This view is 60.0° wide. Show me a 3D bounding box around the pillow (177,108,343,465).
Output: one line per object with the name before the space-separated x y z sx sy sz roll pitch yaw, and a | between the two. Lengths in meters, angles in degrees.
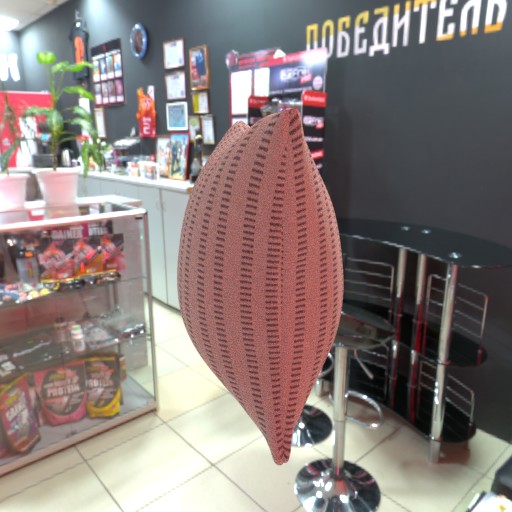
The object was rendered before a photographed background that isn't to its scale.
pillow | 0.000 0.000 0.694 0.247 0.419 0.438 -2 15 -9
